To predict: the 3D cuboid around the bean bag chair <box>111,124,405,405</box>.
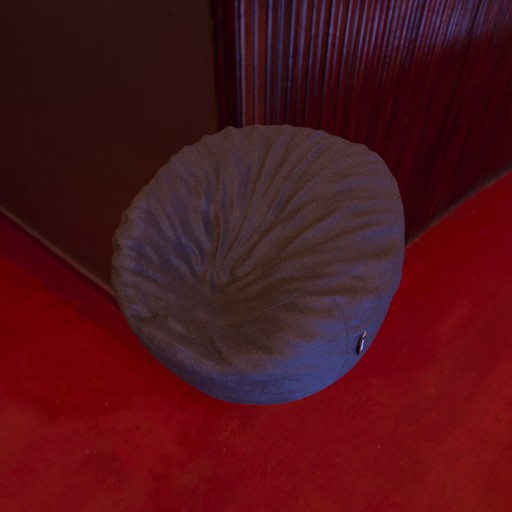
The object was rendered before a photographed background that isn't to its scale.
[{"bbox_3d":[0.000,0.000,1.996,1.245,0.821,1.245,0,44,0],"label":"bean bag chair"}]
